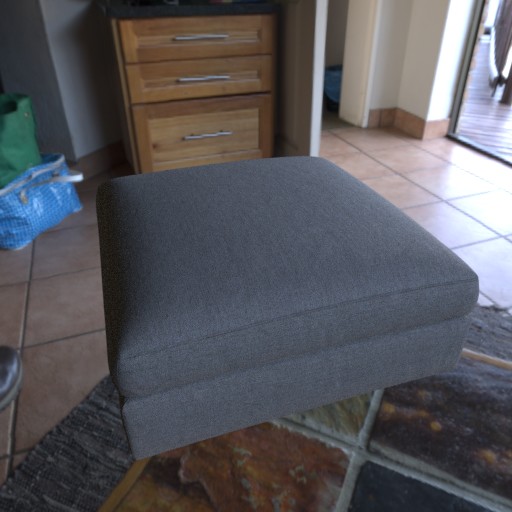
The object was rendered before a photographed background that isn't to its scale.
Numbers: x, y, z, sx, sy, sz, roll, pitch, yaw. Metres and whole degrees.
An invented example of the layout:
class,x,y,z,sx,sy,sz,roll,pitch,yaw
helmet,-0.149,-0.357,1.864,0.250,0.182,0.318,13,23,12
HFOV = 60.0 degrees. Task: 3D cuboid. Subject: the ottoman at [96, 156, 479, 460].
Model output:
class,x,y,z,sx,sy,sz,roll,pitch,yaw
ottoman,0.000,0.000,1.575,1.041,0.470,1.041,-10,34,-16
